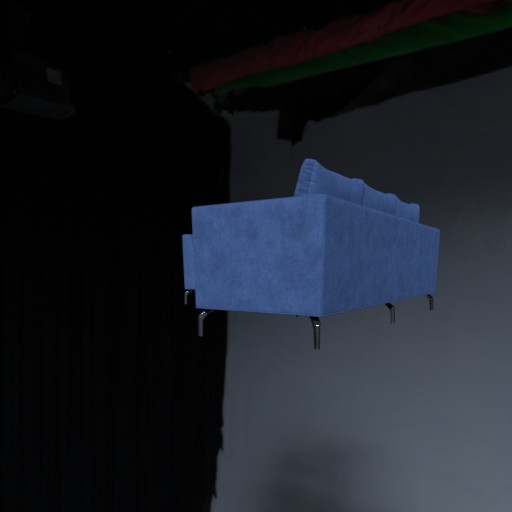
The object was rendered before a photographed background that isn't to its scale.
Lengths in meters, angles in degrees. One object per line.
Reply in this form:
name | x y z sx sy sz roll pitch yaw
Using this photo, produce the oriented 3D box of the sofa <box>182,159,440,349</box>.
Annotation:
sofa | 0.000 0.000 3.797 2.472 0.988 2.463 -1 -2 34
